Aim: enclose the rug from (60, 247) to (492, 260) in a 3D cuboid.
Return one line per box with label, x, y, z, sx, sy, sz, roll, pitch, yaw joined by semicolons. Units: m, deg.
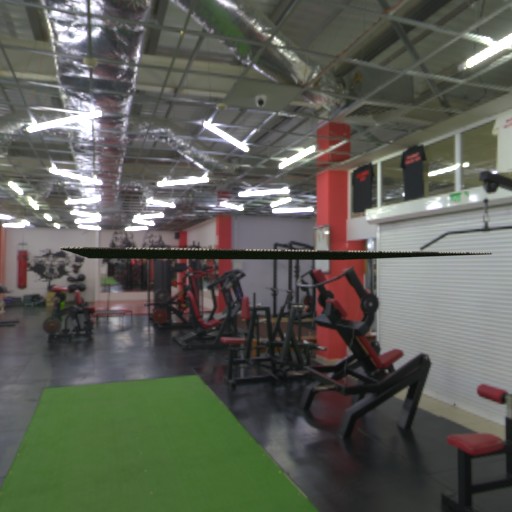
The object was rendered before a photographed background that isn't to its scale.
rug;0.000;0.000;4.088;3.048;0.016;2.438;0;-2;-17
